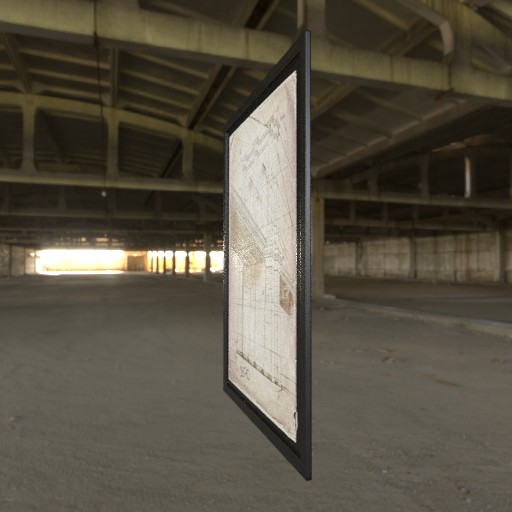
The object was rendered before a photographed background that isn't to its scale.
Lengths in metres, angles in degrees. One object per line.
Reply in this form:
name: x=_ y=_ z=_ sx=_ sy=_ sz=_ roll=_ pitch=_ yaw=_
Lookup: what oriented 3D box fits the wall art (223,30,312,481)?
wall art: x=0.000 y=0.000 z=1.287 sx=0.013 sy=0.967 sz=0.707 roll=0 pitch=-1 yaw=-19
